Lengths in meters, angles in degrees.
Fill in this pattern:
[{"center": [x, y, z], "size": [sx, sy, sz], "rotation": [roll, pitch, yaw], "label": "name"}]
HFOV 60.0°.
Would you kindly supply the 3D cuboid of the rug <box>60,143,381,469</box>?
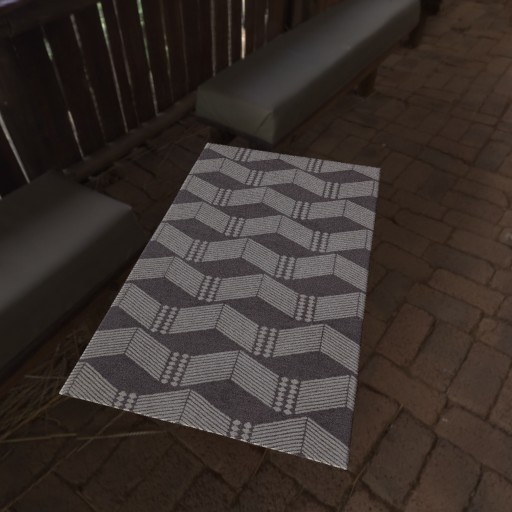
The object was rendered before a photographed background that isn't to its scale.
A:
[{"center": [0.000, 0.000, 3.009], "size": [1.517, 0.011, 2.435], "rotation": [11, 48, 10], "label": "rug"}]
